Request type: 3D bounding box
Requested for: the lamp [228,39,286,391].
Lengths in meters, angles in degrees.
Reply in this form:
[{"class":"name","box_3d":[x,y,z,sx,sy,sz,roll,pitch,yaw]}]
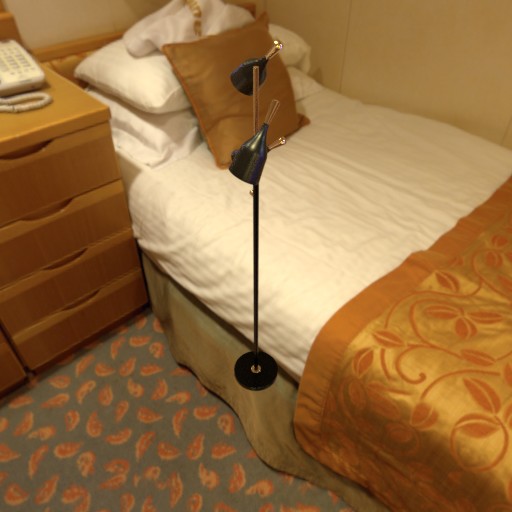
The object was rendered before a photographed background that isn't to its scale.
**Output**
[{"class":"lamp","box_3d":[0.000,0.000,1.959,0.253,1.778,0.434,0,42,0]}]
